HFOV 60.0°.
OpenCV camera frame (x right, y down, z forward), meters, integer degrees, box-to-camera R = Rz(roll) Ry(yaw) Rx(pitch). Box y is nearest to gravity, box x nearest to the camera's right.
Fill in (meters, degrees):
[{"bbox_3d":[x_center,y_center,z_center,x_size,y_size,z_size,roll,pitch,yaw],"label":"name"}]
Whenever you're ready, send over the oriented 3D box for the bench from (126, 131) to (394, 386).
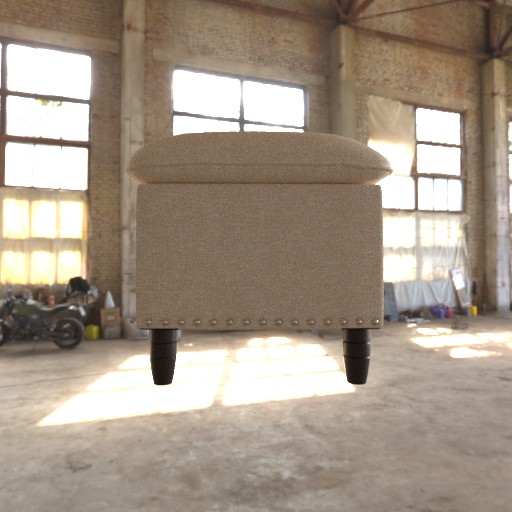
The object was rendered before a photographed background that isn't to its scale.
[{"bbox_3d":[0.000,0.000,1.237,0.483,0.483,0.991,0,-1,-1],"label":"bench"}]
